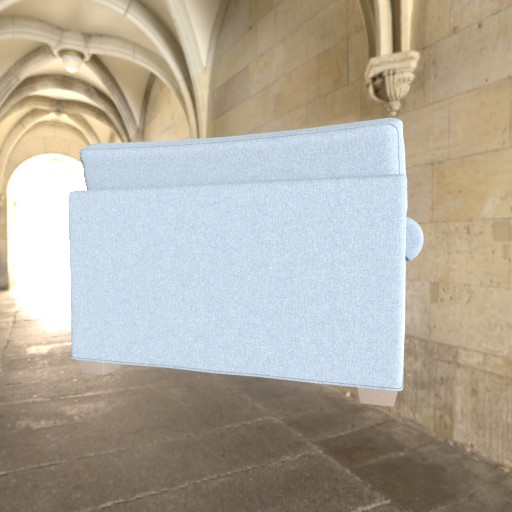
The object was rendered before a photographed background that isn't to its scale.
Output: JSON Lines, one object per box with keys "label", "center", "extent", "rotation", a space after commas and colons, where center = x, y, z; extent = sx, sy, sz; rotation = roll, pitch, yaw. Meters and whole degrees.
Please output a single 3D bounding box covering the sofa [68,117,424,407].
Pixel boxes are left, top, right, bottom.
{"label": "sofa", "center": [0.000, 0.000, 2.016], "extent": [1.410, 0.953, 0.940], "rotation": [0, 1, 19]}
